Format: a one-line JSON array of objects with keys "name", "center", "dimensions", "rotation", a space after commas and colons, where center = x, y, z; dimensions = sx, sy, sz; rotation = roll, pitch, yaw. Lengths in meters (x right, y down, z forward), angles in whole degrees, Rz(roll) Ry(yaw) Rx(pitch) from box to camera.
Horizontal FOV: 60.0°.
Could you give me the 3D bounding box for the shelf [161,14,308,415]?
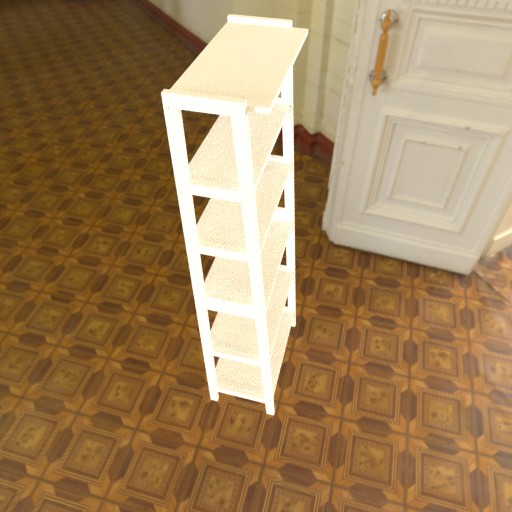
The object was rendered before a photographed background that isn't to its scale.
[{"name": "shelf", "center": [0.000, 0.000, 2.112], "dimensions": [0.381, 1.892, 0.660], "rotation": [11, 47, 10]}]
